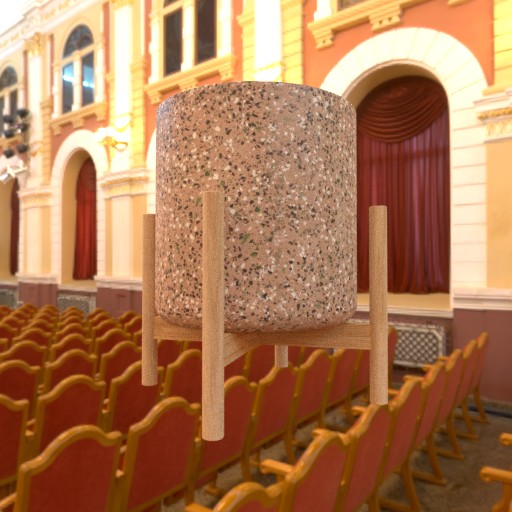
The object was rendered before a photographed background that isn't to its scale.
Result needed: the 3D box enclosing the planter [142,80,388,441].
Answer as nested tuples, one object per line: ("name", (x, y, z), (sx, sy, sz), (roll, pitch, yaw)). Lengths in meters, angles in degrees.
("planter", (0.000, 0.000, 0.683), (0.360, 0.419, 0.360), (-1, -1, 38))
